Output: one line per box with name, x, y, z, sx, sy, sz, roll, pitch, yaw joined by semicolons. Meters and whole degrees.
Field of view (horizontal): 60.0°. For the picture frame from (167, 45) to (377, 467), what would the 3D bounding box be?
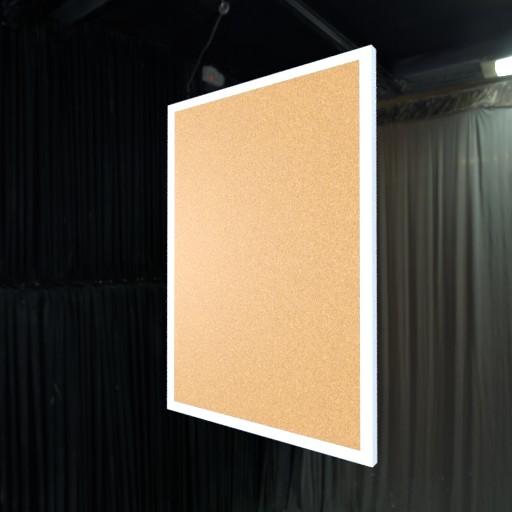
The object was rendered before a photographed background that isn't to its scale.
picture frame;0.000;0.000;0.551;0.305;0.434;0.013;0;-1;36
